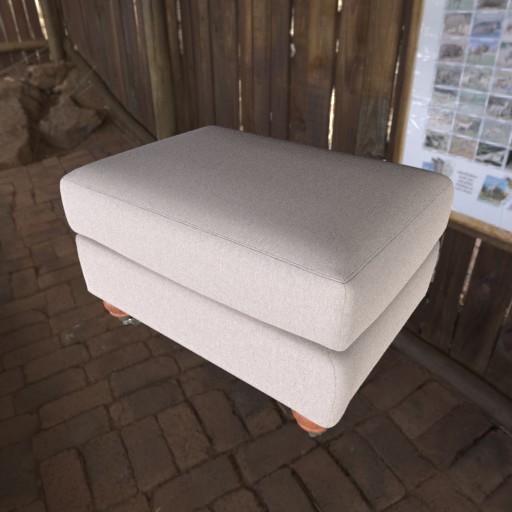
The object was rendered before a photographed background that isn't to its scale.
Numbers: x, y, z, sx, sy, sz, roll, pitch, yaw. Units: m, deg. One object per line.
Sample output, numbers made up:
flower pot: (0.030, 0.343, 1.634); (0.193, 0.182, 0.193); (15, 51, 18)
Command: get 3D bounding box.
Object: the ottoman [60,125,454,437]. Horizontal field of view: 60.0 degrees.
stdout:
ottoman: (0.000, 0.000, 1.124); (0.773, 0.497, 0.574); (21, 37, 31)
